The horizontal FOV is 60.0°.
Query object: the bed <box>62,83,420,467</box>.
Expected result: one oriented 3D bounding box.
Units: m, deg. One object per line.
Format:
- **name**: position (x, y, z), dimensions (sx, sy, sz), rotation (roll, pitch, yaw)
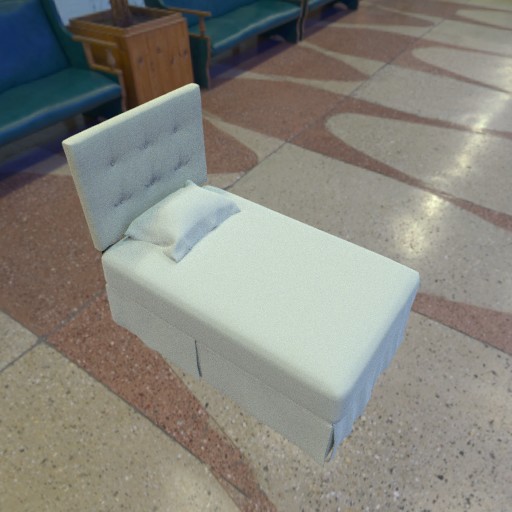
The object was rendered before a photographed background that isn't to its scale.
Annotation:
- **bed**: position (0.000, 0.000, 2.984), dimensions (1.997, 1.571, 1.261), rotation (26, 48, 26)
